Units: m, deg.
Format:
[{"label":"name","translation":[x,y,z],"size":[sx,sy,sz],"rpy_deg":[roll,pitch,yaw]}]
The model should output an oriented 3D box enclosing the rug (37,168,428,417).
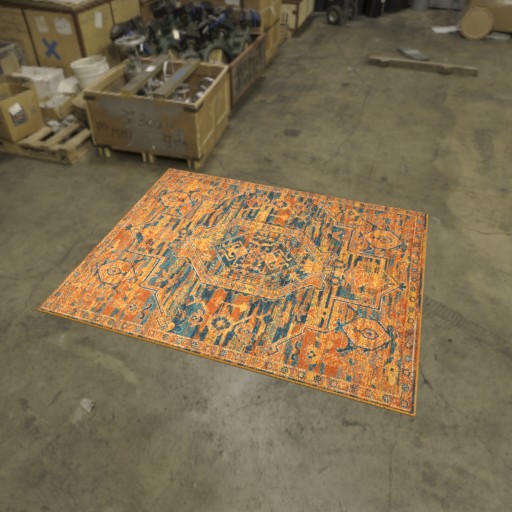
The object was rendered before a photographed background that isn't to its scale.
[{"label":"rug","translation":[0.000,0.000,4.183],"size":[3.040,0.031,2.435],"rpy_deg":[12,42,14]}]
